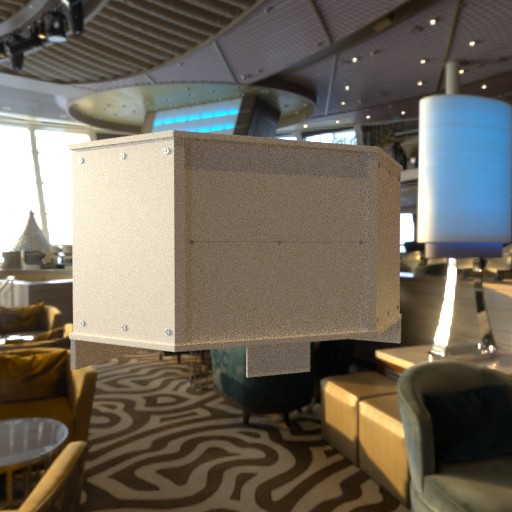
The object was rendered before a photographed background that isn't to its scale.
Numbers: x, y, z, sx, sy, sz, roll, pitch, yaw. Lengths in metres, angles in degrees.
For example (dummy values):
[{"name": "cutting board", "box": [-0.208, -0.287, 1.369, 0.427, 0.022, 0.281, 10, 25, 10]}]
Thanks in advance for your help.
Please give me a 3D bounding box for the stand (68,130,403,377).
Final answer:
[{"name": "stand", "box": [0.000, 0.000, 1.373, 1.072, 0.614, 0.477, 0, 1, -18]}]
